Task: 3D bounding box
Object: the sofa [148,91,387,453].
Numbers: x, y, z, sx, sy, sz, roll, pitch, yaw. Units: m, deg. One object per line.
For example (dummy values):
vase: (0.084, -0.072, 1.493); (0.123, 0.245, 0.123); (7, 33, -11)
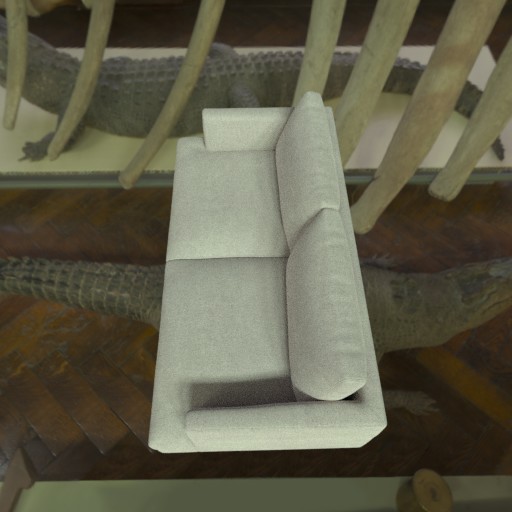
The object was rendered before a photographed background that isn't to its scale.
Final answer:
sofa: (0.000, 0.000, 2.467); (1.020, 0.868, 1.948); (-1, 58, -1)
